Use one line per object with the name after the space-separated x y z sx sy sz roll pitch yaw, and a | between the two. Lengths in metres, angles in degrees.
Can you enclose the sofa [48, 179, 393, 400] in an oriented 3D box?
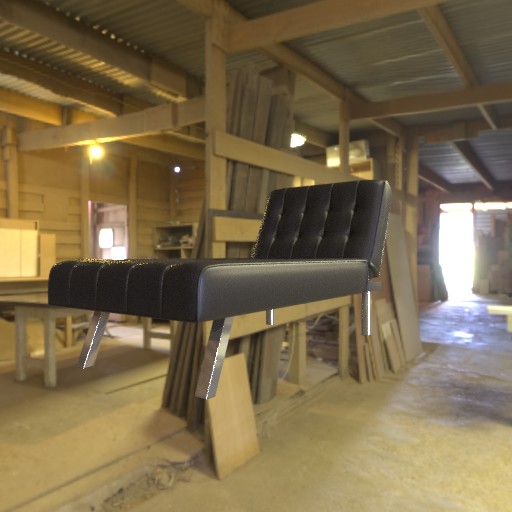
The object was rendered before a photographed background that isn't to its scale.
0.000 0.000 2.014 0.760 0.820 1.560 0 0 36 | sofa
